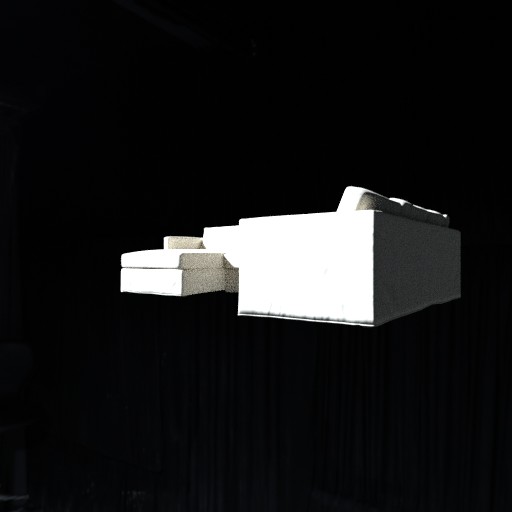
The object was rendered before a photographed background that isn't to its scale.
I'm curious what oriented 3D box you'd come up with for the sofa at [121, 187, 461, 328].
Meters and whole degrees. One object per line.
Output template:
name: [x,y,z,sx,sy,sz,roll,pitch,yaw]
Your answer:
sofa: [0.000,0.000,4.569,3.464,0.882,2.448,0,0,35]
